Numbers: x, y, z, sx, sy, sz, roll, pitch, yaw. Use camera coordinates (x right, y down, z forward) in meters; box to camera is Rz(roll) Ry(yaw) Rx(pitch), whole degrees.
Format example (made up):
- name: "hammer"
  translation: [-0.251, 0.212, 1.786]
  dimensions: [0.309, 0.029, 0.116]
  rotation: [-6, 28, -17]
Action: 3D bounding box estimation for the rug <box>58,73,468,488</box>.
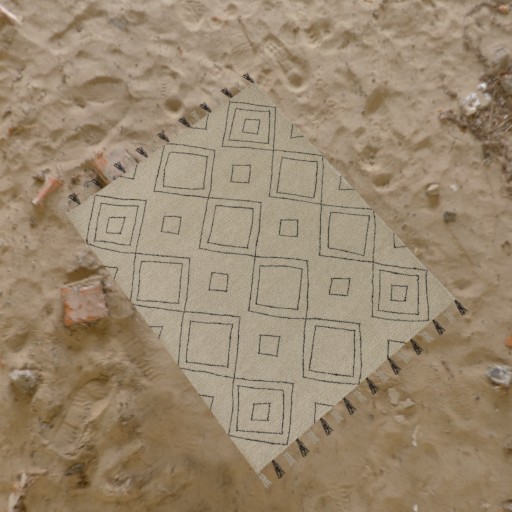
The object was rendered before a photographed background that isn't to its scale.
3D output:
- name: "rug"
  translation: [0.000, 0.000, 4.145]
  dimensions: [2.342, 0.026, 3.221]
  rotation: [-38, 79, -9]
